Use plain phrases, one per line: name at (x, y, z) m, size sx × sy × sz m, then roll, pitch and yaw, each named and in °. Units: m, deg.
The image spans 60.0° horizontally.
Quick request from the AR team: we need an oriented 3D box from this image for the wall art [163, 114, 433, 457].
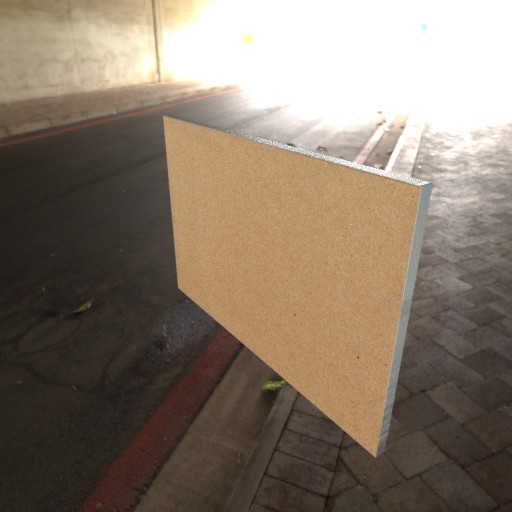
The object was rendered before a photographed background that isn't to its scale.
wall art at (0.000, 0.000, 0.785) m, size 0.021 × 0.410 × 0.615 m, roll -18°, pitch 31°, yaw -32°
